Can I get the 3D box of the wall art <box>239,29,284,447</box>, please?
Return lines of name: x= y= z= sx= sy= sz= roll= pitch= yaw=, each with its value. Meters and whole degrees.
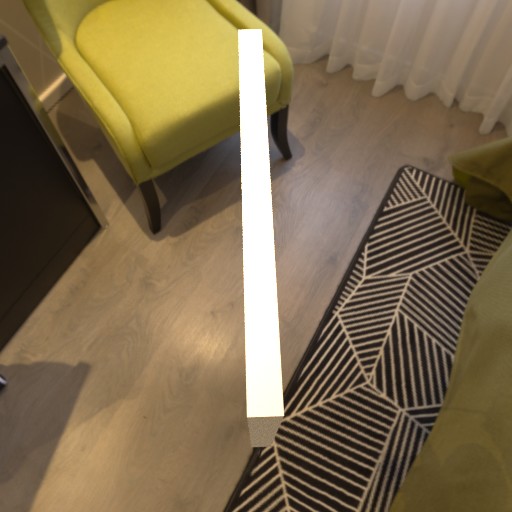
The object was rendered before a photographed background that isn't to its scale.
wall art: x=0.000 y=0.000 z=1.396 sx=0.066 sy=0.801 sz=1.056 roll=-2 pitch=63 yaw=-1
